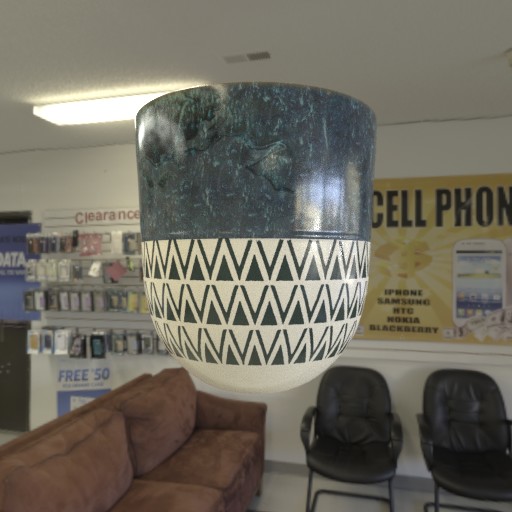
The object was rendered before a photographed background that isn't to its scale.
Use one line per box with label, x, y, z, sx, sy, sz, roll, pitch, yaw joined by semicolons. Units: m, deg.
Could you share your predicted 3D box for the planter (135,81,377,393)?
planter;0.000;0.000;0.369;0.195;0.214;0.195;0;0;0
